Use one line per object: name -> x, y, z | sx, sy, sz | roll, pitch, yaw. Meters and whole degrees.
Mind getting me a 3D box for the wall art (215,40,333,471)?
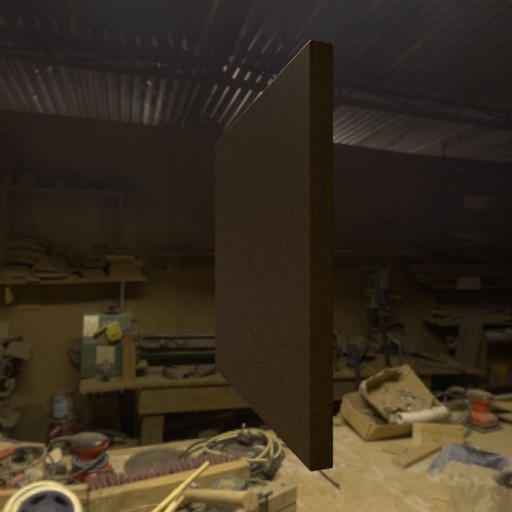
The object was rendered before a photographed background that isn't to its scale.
wall art -> 0.000, 0.000, 0.762 | 0.030, 0.506, 0.503 | 0, 0, -18
